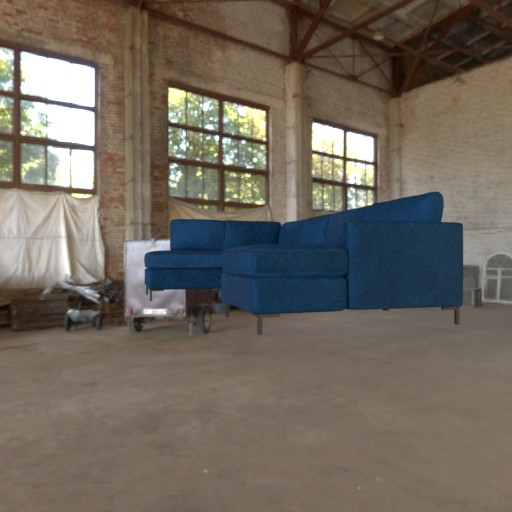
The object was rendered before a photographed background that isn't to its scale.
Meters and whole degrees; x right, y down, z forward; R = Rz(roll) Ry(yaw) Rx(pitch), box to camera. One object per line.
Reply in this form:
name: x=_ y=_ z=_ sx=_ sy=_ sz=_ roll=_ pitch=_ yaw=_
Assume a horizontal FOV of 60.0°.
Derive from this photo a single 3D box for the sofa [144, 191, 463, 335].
sofa: x=0.000 y=0.000 z=4.467 sx=2.055 sy=0.992 sz=3.434 roll=0 pitch=0 yaw=-16
